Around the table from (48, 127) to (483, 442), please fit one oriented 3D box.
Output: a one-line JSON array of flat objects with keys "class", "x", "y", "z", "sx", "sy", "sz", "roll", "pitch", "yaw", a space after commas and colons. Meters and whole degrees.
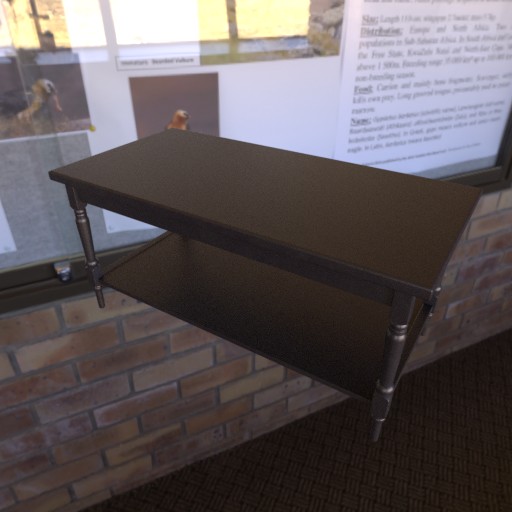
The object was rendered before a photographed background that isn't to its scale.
[{"class": "table", "x": 0.000, "y": 0.000, "z": 1.386, "sx": 1.107, "sy": 0.510, "sz": 0.550, "roll": 18, "pitch": 36, "yaw": 27}]
